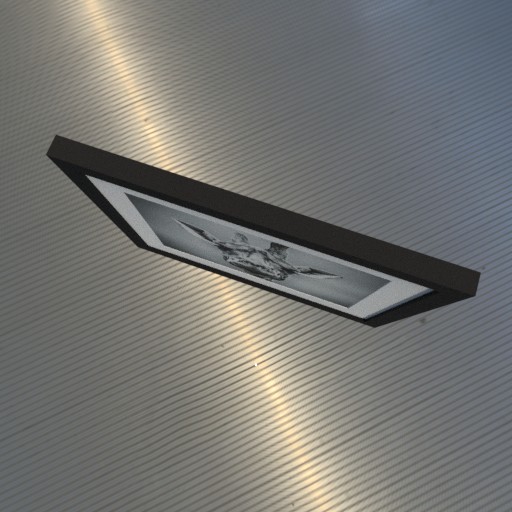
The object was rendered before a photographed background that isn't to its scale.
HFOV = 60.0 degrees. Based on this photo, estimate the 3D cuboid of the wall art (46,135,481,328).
[{"bbox_3d":[0.000,0.000,0.770,0.558,0.457,0.031,19,77,4],"label":"wall art"}]
